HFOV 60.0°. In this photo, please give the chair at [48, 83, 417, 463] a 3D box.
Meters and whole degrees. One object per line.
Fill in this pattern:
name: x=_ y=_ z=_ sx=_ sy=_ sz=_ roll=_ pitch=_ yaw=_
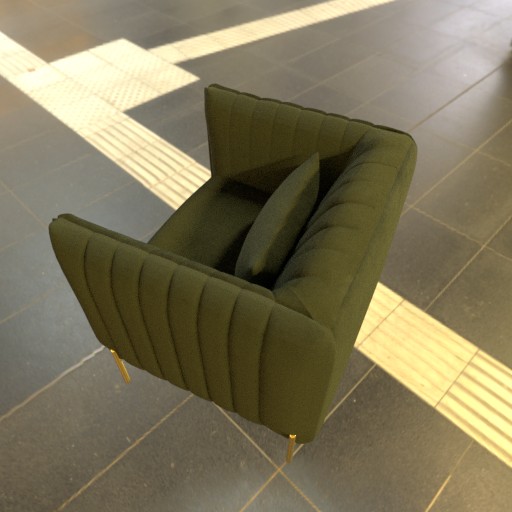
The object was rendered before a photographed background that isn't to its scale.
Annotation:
chair: x=0.000 y=0.000 z=1.657 sx=0.877 sy=0.794 sz=1.032 roll=20 pitch=51 yaw=17
